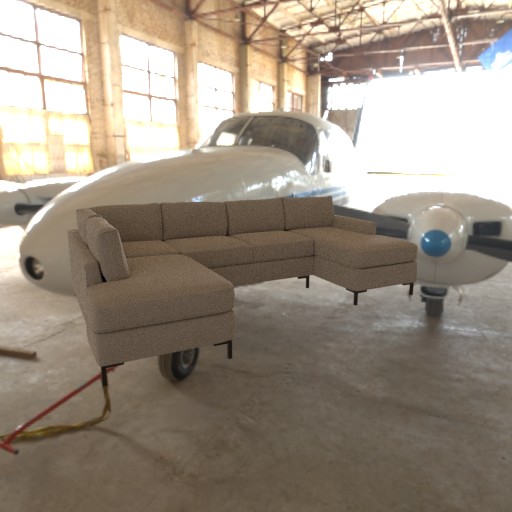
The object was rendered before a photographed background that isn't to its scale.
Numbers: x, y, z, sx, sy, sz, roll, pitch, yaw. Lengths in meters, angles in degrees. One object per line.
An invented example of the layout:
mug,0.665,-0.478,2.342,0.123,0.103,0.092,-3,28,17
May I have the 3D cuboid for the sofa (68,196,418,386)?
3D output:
sofa,0.000,0.000,3.904,2.984,0.862,1.989,-6,14,-26
